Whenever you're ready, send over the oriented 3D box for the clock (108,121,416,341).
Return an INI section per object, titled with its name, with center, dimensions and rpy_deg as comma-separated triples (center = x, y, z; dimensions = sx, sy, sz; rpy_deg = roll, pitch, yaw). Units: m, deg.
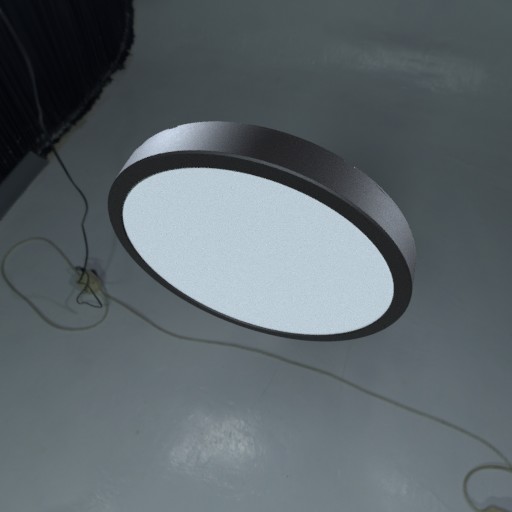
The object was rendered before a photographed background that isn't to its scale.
[clock]
center = 0.000, 0.000, 0.432
dimensions = 0.293, 0.293, 0.040
rpy_deg = 15, 59, 10
